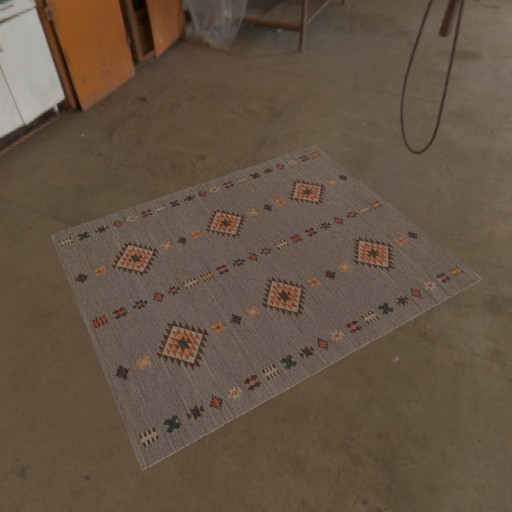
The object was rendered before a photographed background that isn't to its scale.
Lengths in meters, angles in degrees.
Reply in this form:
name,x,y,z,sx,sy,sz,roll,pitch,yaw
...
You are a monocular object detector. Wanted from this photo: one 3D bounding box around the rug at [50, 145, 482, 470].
name,x,y,z,sx,sy,sz,roll,pitch,yaw
rug,0.000,0.000,3.949,3.035,0.008,2.425,-23,50,-21
